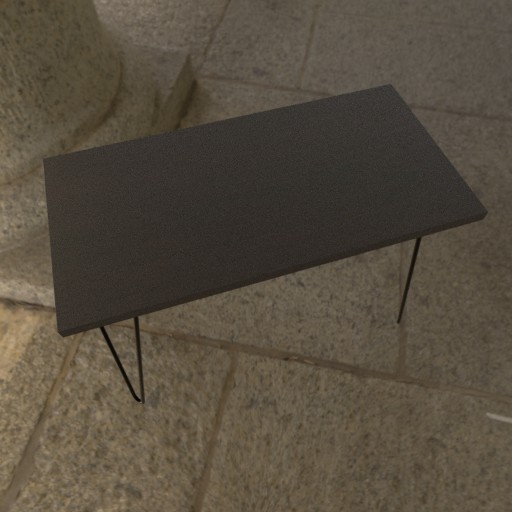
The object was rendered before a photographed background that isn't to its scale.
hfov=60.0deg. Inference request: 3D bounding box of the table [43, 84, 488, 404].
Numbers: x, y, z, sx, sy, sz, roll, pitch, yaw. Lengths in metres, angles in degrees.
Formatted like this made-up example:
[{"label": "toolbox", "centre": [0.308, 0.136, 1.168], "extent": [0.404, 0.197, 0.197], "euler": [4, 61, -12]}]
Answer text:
[{"label": "table", "centre": [0.000, 0.000, 1.370], "extent": [0.991, 0.660, 0.499], "euler": [-15, 59, -9]}]
